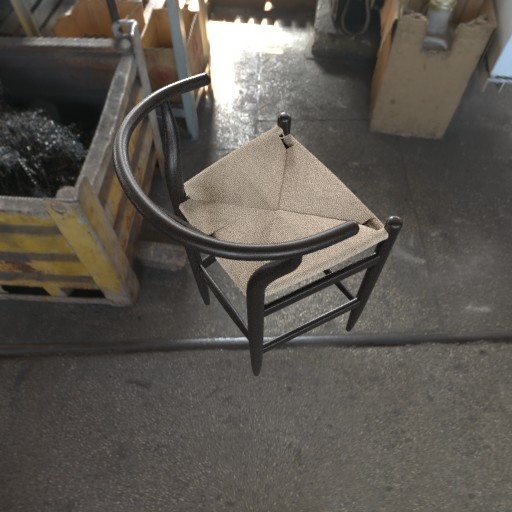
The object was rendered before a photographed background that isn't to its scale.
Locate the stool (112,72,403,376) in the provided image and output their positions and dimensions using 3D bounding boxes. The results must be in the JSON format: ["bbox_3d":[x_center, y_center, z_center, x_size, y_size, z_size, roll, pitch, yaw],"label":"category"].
[{"bbox_3d":[0.000,0.000,1.316,0.579,0.970,0.569,-30,63,-17],"label":"stool"}]
